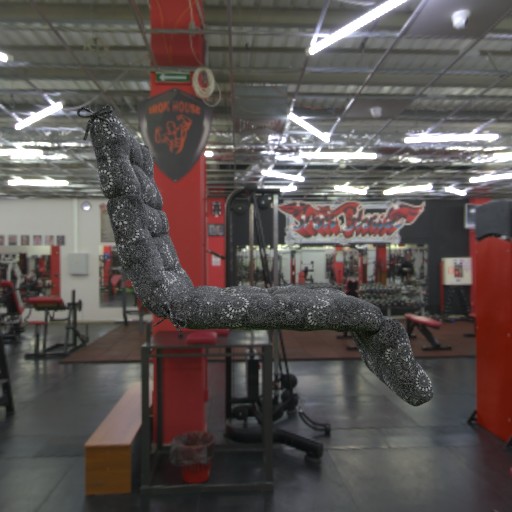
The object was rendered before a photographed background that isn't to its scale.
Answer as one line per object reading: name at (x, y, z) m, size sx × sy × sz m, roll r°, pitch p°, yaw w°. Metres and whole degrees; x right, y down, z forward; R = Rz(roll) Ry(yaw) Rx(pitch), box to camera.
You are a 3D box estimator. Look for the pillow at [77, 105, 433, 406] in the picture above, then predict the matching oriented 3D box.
pillow at (0.000, 0.000, 1.493) m, size 1.016 × 0.863 × 0.526 m, roll 0°, pitch -1°, yaw -1°
